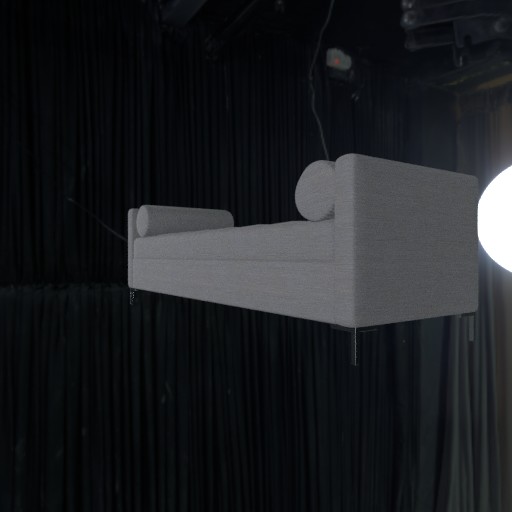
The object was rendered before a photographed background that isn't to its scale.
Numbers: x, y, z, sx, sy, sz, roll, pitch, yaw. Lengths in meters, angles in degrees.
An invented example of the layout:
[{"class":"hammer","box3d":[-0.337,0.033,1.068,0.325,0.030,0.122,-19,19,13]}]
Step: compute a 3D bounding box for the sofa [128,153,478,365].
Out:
[{"class":"sofa","box3d":[0.000,0.000,2.290,0.686,0.635,1.981,0,0,-35]}]
